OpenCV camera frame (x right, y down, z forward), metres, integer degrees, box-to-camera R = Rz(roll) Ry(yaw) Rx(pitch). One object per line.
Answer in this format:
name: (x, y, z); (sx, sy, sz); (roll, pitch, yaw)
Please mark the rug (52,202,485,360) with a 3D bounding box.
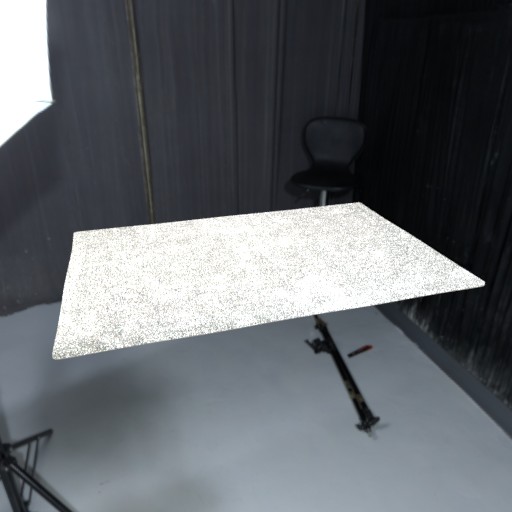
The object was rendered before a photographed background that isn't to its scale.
rug: (0.000, 0.000, 2.924); (2.350, 0.025, 1.502); (-7, 27, -15)
